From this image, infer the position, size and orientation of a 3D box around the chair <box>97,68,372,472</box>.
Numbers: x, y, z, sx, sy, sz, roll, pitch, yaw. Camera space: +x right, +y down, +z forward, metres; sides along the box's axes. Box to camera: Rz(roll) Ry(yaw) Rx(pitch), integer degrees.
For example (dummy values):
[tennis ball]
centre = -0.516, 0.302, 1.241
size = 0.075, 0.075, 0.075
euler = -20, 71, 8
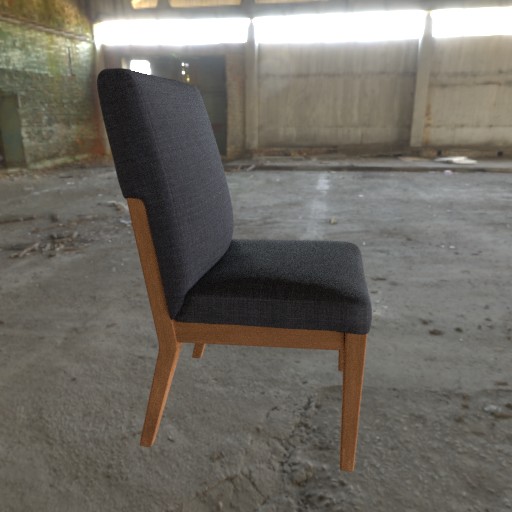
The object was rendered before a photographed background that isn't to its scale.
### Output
[chair]
centre = 0.000, 0.000, 1.194
size = 0.586, 0.911, 0.507
euler = 3, 17, 9
